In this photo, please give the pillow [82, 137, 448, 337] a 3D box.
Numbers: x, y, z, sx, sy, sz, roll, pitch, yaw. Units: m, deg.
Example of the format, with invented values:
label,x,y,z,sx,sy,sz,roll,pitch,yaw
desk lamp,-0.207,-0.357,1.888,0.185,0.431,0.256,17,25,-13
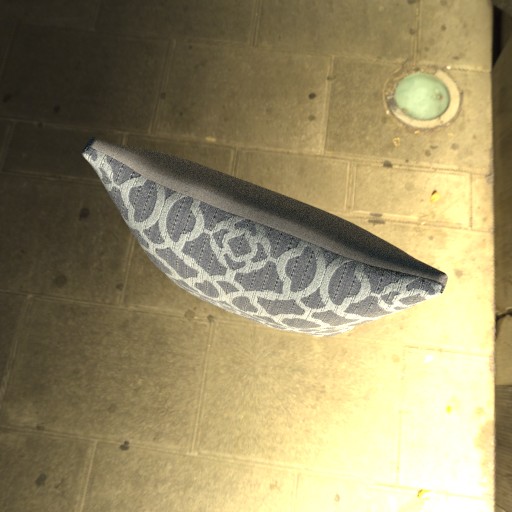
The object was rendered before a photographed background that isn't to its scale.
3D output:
label,x,y,z,sx,sy,sz,roll,pitch,yaw
pillow,0.000,0.000,0.807,0.508,0.498,0.215,22,77,5
